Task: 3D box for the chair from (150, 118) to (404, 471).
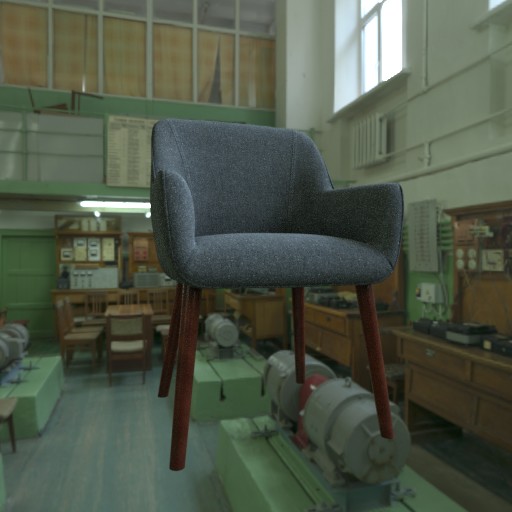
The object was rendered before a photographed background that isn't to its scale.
[{"bbox_3d":[0.000,0.000,1.136,0.543,0.803,0.519,0,1,-18],"label":"chair"}]
